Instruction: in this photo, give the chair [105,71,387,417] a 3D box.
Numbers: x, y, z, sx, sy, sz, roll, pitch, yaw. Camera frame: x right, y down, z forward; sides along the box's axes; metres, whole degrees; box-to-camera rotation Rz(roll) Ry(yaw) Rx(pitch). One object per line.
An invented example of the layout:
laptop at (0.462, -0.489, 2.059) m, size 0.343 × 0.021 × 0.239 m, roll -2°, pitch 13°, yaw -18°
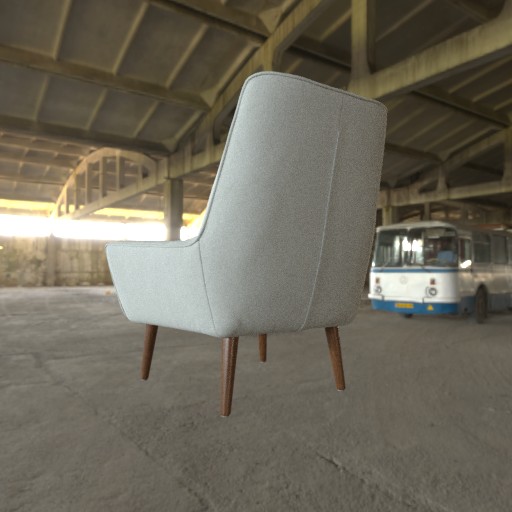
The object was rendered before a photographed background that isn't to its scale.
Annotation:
chair at (0.000, 0.000, 1.487) m, size 0.787 × 0.888 × 0.822 m, roll 1°, pitch -2°, yaw -35°
